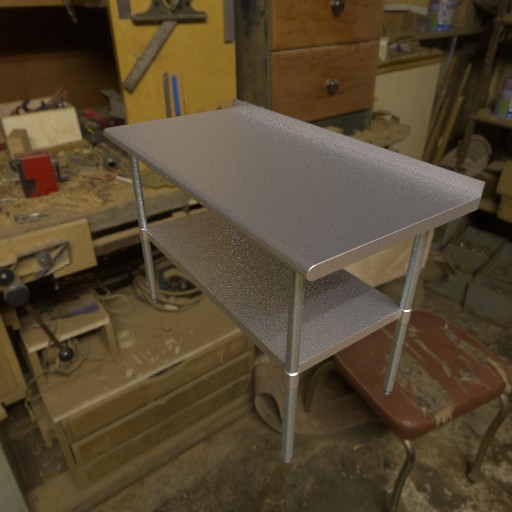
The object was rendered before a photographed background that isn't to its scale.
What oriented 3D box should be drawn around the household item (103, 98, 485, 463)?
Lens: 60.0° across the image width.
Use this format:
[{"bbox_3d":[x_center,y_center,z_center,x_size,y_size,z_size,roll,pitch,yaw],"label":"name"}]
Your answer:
[{"bbox_3d":[0.000,0.000,1.656,0.610,0.851,1.219,-20,37,-29],"label":"household item"}]
